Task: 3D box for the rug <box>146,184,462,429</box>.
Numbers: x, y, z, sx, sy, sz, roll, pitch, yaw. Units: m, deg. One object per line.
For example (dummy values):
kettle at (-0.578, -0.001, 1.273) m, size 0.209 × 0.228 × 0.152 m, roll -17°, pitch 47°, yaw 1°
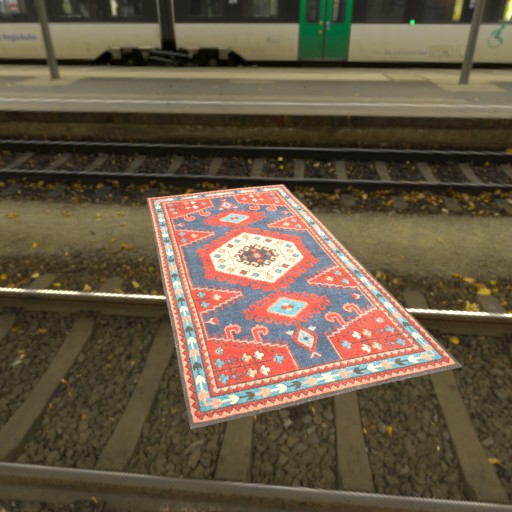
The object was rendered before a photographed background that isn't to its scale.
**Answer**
rug at (0.000, 0.000, 3.555) m, size 1.522 × 0.034 × 3.032 m, roll -8°, pitch 30°, yaw -14°
